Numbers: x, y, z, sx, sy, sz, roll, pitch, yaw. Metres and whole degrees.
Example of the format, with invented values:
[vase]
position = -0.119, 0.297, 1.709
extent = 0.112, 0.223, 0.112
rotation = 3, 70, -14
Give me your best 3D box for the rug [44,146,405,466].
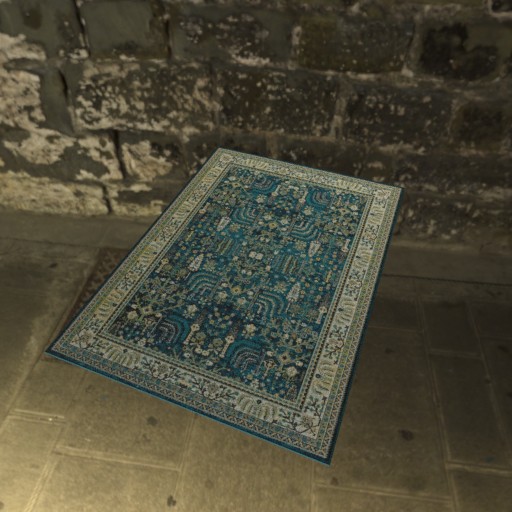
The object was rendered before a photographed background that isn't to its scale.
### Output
[rug]
position = 0.000, 0.000, 2.918
extent = 1.594, 0.013, 2.213
rotation = 16, 48, 15
